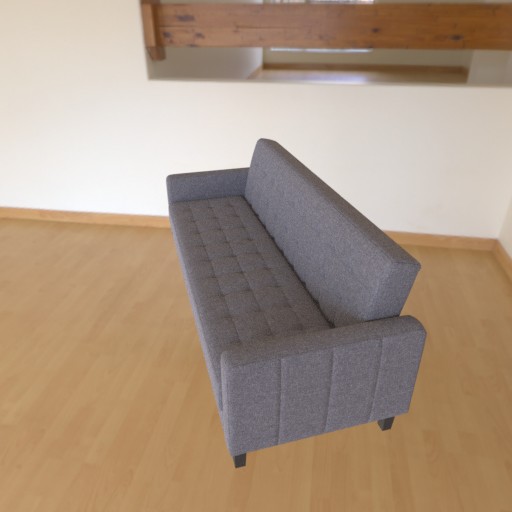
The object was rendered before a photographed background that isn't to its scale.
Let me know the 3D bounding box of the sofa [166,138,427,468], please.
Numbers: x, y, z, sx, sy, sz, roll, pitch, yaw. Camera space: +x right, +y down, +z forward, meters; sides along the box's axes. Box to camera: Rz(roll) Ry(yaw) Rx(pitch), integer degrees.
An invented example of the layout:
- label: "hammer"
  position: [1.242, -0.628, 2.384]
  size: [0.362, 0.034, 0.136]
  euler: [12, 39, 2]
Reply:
- label: "sofa"
  position: [0.000, 0.000, 2.506]
  size: [0.810, 0.850, 2.040]
  euler: [-8, 31, -14]
